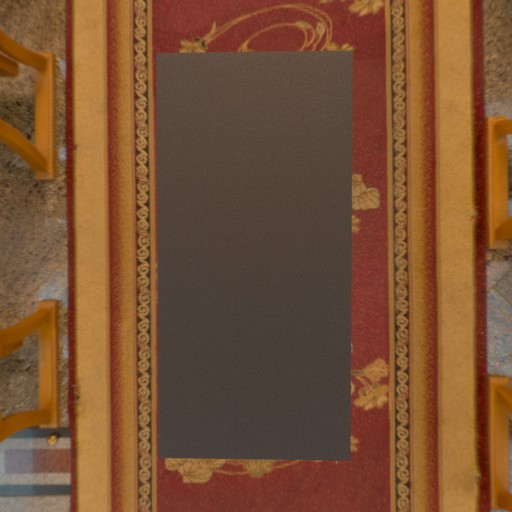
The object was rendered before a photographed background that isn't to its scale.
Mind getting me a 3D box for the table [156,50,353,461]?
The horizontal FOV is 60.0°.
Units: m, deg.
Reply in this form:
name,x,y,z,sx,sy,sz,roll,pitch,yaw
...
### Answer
name,x,y,z,sx,sy,sz,roll,pitch,yaw
table,0.000,0.000,1.396,0.550,0.400,1.100,0,91,2
